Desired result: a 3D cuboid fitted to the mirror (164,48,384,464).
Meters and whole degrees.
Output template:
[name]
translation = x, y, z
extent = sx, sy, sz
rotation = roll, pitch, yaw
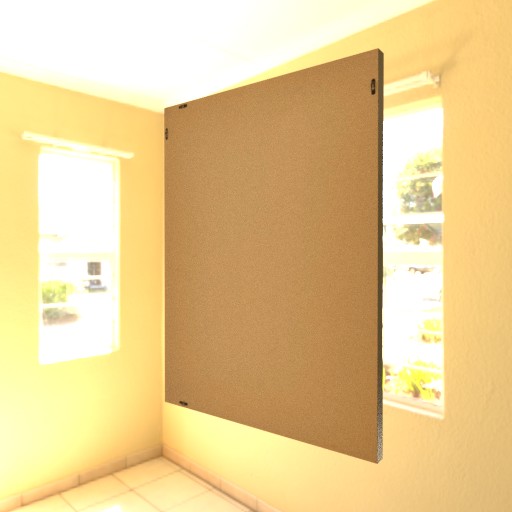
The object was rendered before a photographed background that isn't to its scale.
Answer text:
[mirror]
translation = 0.000, 0.000, 1.320
extent = 0.762, 1.016, 0.041
rotation = 0, 1, 36
